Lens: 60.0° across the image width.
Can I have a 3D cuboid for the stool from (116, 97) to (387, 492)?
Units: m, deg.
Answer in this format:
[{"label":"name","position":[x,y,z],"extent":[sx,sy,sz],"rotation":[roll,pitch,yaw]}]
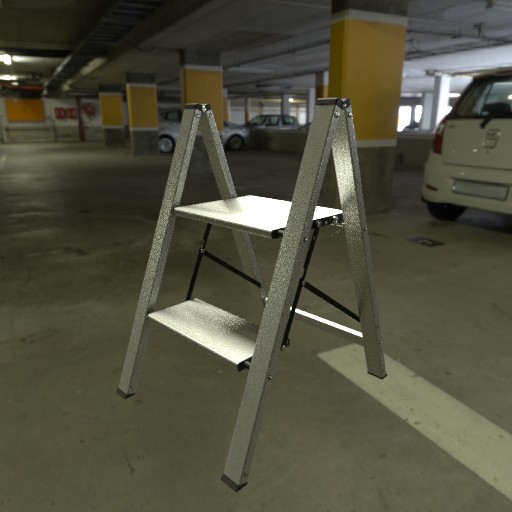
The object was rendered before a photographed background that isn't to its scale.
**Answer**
[{"label":"stool","position":[0.000,0.000,1.017],"extent":[0.440,0.670,0.535],"rotation":[16,23,42]}]
